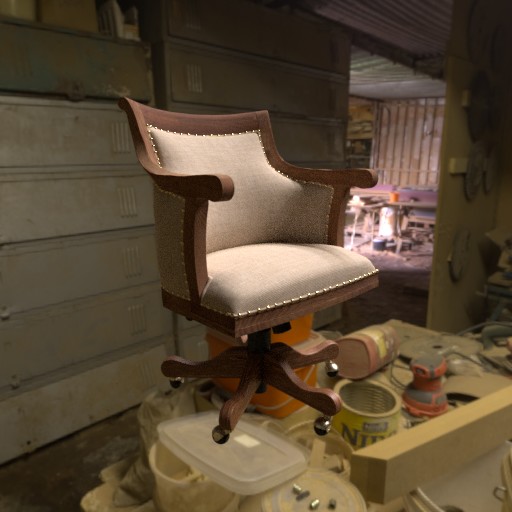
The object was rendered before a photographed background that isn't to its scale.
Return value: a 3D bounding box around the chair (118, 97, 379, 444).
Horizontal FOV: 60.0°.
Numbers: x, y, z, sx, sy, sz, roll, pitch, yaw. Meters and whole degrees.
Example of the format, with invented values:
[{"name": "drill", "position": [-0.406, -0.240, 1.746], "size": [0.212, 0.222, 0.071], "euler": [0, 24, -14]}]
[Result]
[{"name": "chair", "position": [0.000, 0.000, 1.424], "size": [0.656, 0.965, 0.689], "euler": [-12, 17, -42]}]
